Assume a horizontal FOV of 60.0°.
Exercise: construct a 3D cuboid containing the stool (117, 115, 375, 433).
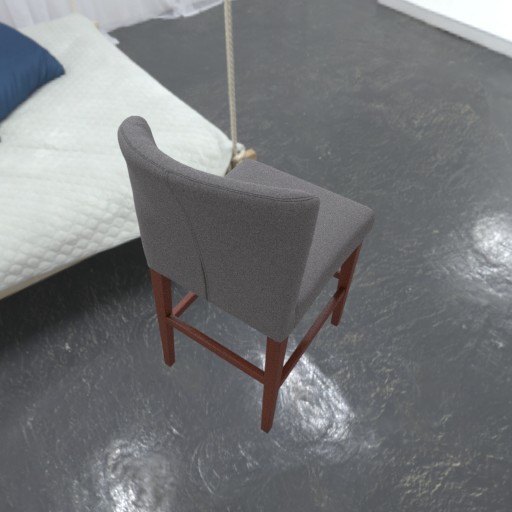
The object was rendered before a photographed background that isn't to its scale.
[{"bbox_3d":[0.000,0.000,1.287,0.481,0.968,0.568,27,54,22],"label":"stool"}]
